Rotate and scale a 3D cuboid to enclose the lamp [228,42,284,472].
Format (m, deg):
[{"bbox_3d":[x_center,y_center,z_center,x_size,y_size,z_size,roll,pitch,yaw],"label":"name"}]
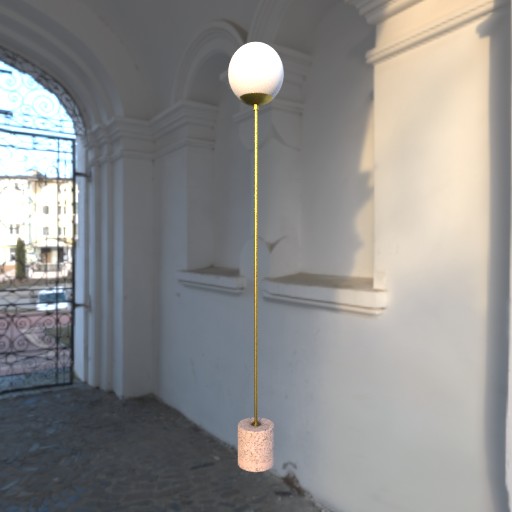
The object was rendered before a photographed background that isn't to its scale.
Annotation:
[{"bbox_3d":[0.000,0.000,1.853,0.229,1.748,0.229,0,1,-18],"label":"lamp"}]
